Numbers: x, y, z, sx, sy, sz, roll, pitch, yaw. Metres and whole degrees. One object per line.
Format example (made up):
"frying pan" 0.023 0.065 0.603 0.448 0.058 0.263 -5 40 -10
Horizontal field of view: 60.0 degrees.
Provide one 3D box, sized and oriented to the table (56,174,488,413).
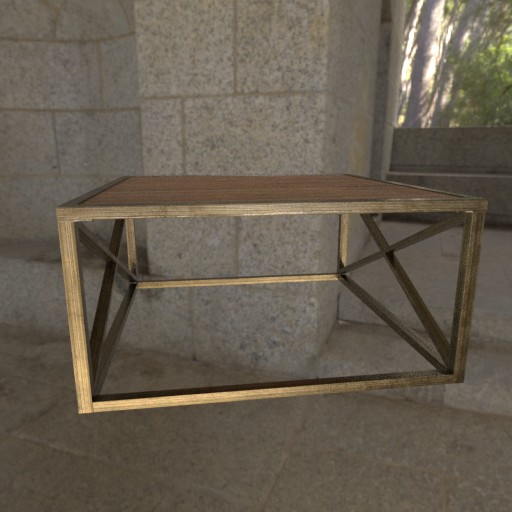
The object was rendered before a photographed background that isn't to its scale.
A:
"table" 0.000 0.000 1.402 0.909 0.451 0.899 -2 14 -8
